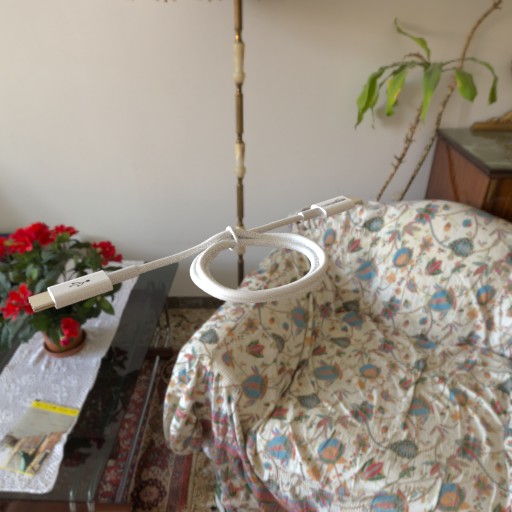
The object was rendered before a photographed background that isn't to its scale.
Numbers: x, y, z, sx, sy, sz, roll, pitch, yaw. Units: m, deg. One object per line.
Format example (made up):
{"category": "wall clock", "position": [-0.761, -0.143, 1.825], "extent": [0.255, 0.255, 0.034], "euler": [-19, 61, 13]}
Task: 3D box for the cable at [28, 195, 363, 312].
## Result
{"category": "cable", "position": [0.000, 0.000, 0.225], "extent": [0.203, 0.014, 0.070], "euler": [-20, 36, -30]}
